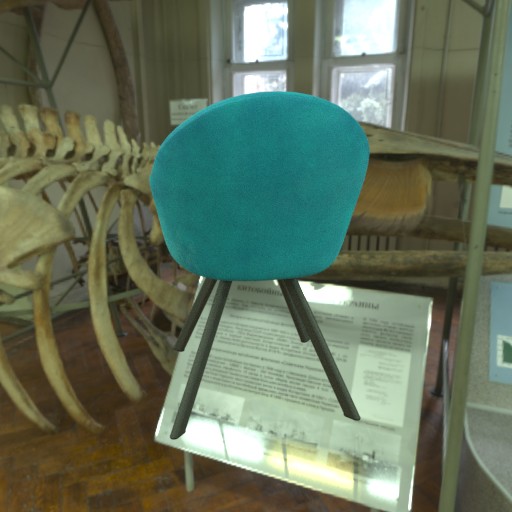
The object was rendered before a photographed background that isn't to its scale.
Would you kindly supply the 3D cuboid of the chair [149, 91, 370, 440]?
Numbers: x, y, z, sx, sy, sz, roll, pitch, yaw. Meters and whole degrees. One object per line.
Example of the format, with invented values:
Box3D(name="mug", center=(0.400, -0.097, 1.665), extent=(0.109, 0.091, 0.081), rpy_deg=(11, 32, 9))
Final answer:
Box3D(name="chair", center=(0.000, 0.000, 1.207), extent=(0.550, 0.795, 0.590), rpy_deg=(-2, 15, -9))
